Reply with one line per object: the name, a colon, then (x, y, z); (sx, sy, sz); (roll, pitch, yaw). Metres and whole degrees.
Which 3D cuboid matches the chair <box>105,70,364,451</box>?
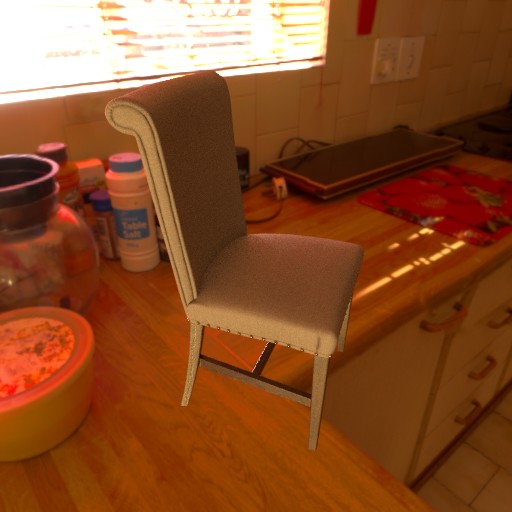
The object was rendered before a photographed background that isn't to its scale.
chair: (0.000, 0.000, 1.367); (0.608, 0.988, 0.513); (10, 32, 17)
